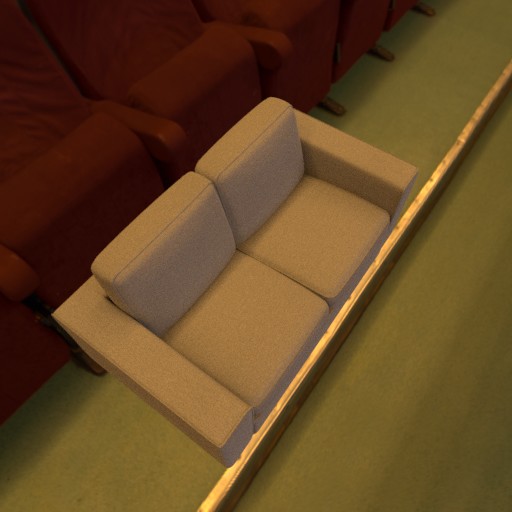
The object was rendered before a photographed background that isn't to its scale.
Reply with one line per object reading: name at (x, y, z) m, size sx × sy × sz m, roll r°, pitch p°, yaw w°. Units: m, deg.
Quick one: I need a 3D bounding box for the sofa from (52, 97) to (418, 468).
sofa at (0.000, 0.000, 2.422) m, size 1.007 × 0.924 × 1.812 m, roll 31°, pitch 63°, yaw 18°
